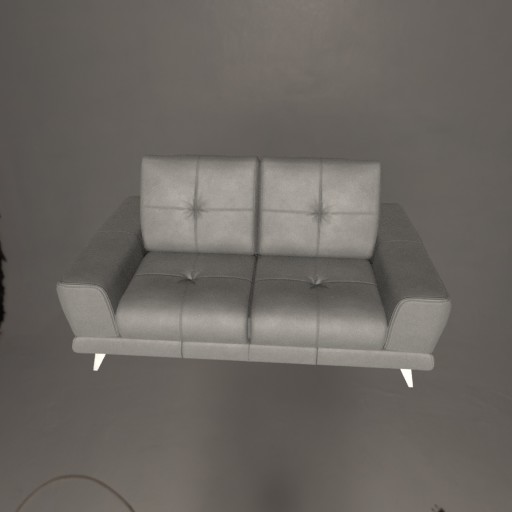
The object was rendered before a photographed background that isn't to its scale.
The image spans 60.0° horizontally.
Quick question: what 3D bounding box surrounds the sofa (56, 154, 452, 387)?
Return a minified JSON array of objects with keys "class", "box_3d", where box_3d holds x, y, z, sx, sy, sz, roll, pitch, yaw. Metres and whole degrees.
[{"class":"sofa","box_3d":[0.000,0.000,2.413,1.806,0.907,1.018,2,31,3]}]
